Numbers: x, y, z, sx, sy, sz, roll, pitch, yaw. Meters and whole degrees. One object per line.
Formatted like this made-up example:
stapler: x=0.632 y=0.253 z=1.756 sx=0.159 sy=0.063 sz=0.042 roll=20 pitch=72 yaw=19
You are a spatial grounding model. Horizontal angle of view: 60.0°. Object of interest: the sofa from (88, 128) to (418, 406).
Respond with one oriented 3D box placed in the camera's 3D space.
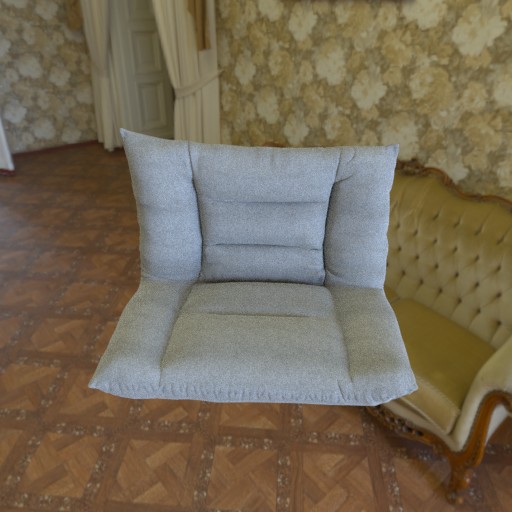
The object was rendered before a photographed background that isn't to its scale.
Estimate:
sofa: x=0.000 y=0.000 z=1.687 sx=1.144 sy=0.795 sz=0.847 roll=1 pitch=29 yaw=3
